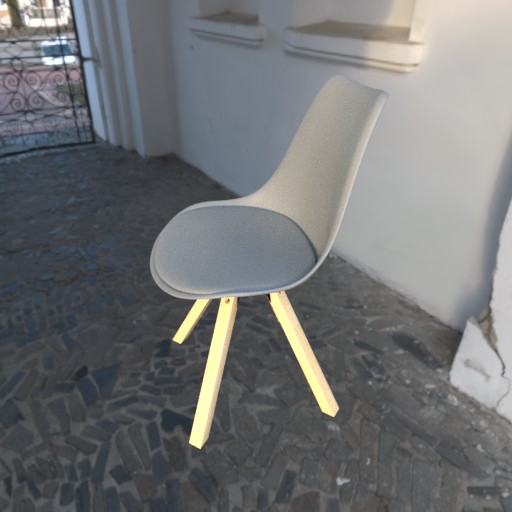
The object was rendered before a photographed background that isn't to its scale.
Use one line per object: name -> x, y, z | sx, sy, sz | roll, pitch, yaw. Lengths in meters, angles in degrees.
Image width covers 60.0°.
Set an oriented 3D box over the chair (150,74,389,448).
chair -> 0.000, 0.000, 1.178 | 0.549, 0.850, 0.485 | -8, 32, -13
